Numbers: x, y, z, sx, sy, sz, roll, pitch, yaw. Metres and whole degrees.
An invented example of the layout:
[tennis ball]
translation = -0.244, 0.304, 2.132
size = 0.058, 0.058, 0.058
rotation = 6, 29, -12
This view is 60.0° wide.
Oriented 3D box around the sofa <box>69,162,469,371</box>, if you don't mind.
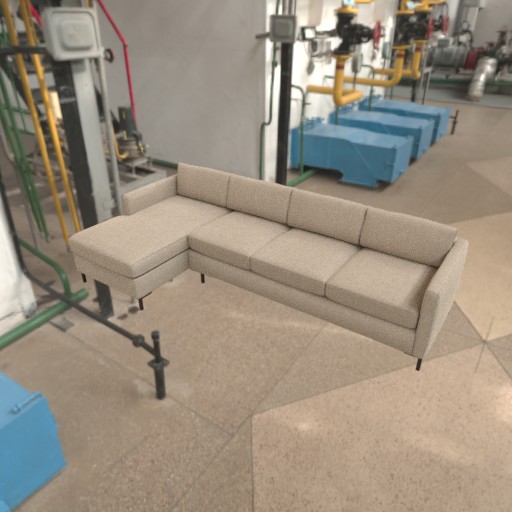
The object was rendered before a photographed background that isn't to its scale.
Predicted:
[sofa]
translation = 0.000, 0.000, 3.589
size = 2.923, 0.816, 1.469
rotation = 19, 34, 30
